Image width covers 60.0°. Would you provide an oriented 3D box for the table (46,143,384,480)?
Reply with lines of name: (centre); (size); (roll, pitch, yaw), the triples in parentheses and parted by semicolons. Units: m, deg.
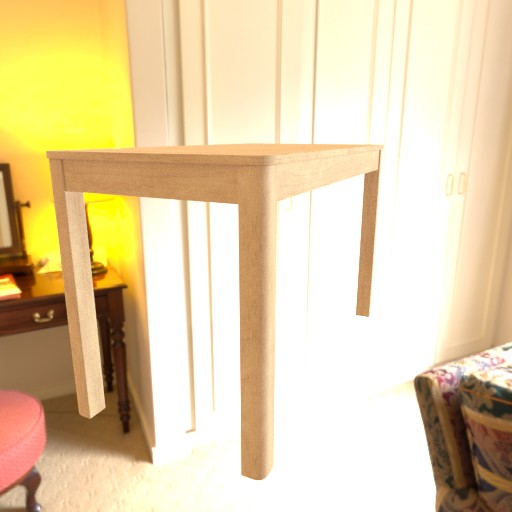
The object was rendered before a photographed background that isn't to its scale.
table: (0.000, 0.000, 1.882); (0.750, 0.900, 1.400); (7, 17, 25)
